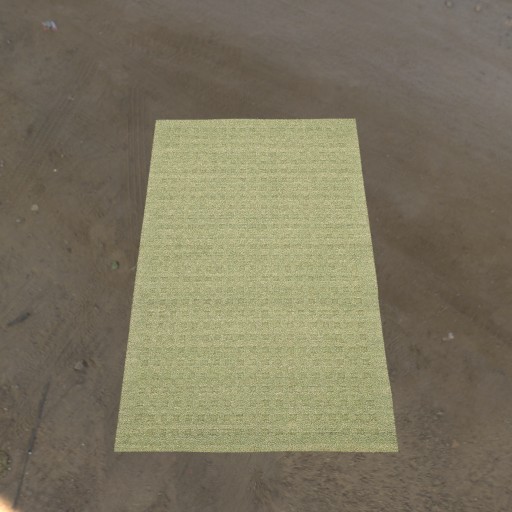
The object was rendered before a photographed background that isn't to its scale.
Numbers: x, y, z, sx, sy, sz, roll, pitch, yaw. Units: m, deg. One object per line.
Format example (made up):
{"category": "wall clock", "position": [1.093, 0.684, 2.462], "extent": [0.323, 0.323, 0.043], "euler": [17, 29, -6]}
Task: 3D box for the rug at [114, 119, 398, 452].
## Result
{"category": "rug", "position": [0.000, 0.000, 2.158], "extent": [1.143, 0.006, 1.747], "euler": [0, 64, 0]}
